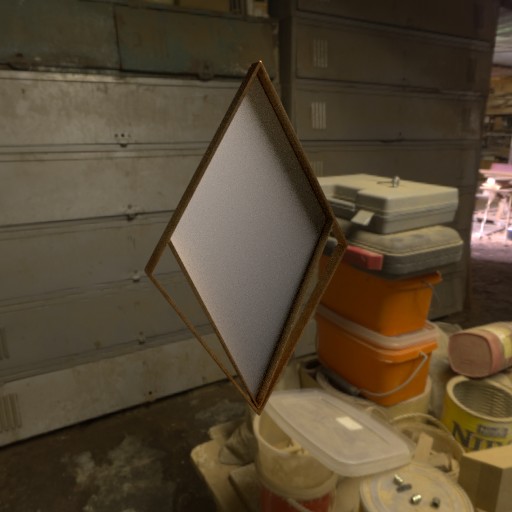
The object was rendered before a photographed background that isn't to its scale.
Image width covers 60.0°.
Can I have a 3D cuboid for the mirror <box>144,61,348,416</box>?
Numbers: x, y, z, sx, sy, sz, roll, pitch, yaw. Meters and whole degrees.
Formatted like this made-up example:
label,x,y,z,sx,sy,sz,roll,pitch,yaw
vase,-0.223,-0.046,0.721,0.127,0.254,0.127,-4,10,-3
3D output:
label,x,y,z,sx,sy,sz,roll,pitch,yaw
mirror,0.000,0.000,0.839,0.419,0.679,0.032,-8,18,-27
